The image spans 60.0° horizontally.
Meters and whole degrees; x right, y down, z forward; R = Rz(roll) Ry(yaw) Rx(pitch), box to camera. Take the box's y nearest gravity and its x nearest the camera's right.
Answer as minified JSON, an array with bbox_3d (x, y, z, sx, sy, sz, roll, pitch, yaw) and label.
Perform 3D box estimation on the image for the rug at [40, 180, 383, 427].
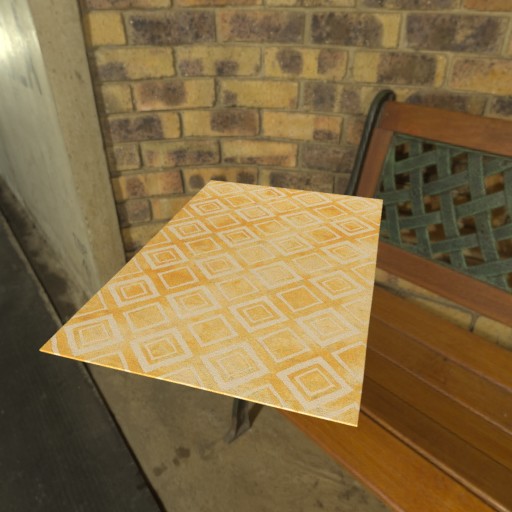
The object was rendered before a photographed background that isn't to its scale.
[{"bbox_3d":[0.000,0.000,2.310,1.213,0.010,1.829,9,32,14],"label":"rug"}]
